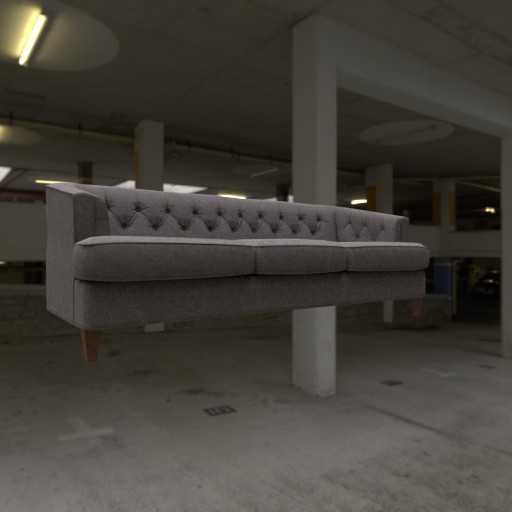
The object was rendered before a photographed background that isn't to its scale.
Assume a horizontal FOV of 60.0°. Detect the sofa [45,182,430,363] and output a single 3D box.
[{"bbox_3d":[0.000,0.000,2.649,2.247,0.806,0.917,0,1,-36],"label":"sofa"}]
